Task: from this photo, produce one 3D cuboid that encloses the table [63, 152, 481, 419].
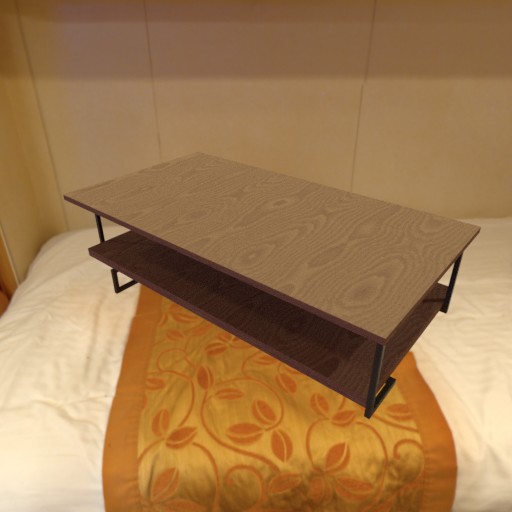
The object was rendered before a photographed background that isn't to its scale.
[{"bbox_3d":[0.000,0.000,1.513,1.197,0.347,0.651,22,37,33],"label":"table"}]
